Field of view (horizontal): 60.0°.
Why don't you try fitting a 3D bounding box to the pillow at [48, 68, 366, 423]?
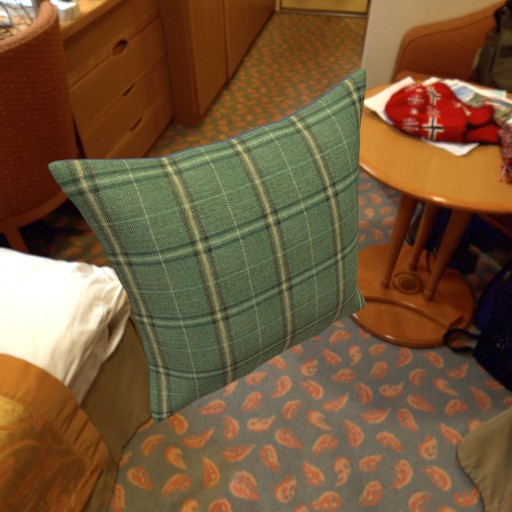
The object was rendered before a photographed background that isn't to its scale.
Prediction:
[{"bbox_3d":[0.000,0.000,0.673,0.453,0.430,0.200,-25,50,-23],"label":"pillow"}]
